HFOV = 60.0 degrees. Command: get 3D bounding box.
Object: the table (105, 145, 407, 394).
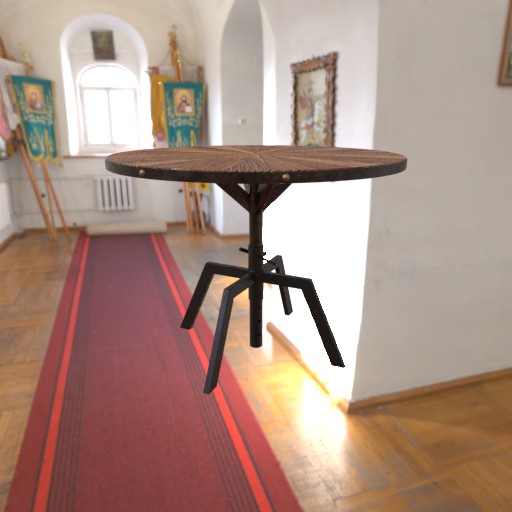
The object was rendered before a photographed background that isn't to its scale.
[{"bbox_3d":[0.000,0.000,1.460,0.885,0.658,0.885,0,17,0],"label":"table"}]
